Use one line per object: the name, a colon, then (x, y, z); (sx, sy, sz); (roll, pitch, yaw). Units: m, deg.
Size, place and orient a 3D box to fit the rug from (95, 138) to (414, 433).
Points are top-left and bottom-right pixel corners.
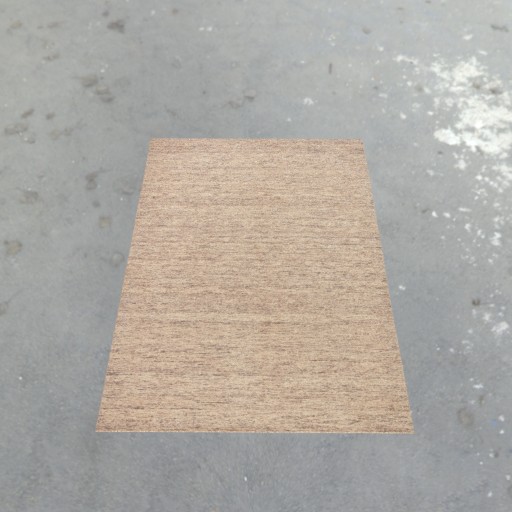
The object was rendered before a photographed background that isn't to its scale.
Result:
rug: (0.000, 0.000, 4.256); (2.448, 0.013, 3.205); (0, 57, 0)
